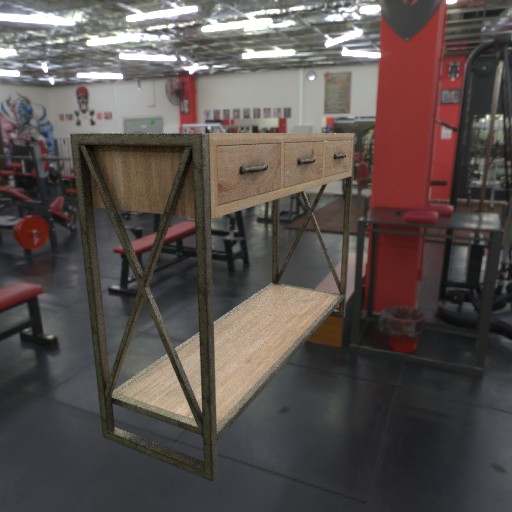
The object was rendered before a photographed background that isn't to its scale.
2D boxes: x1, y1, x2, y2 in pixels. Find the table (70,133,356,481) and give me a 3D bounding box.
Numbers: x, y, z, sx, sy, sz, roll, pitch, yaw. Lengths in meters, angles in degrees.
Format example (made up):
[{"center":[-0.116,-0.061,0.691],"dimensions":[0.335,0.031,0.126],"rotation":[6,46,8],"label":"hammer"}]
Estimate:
[{"center":[0.000,0.000,1.429],"dimensions":[0.361,0.763,1.059],"rotation":[8,17,26],"label":"table"}]
